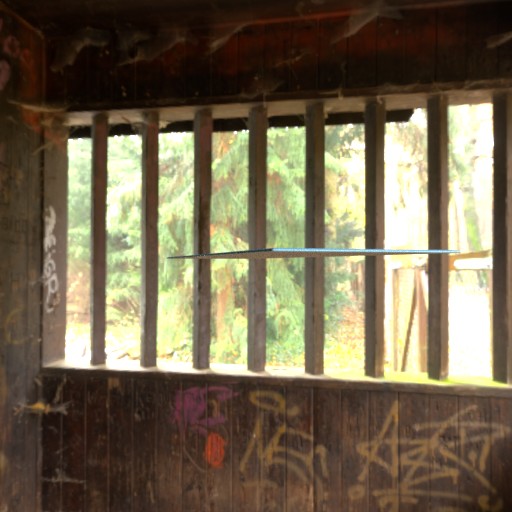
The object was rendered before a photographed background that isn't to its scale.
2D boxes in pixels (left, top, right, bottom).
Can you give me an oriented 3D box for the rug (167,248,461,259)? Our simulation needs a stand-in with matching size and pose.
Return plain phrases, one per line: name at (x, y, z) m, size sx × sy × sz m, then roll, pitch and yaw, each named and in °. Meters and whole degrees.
rug at (0.000, 0.000, 2.370) m, size 0.662 × 0.011 × 2.196 m, roll 0°, pitch -1°, yaw -19°
